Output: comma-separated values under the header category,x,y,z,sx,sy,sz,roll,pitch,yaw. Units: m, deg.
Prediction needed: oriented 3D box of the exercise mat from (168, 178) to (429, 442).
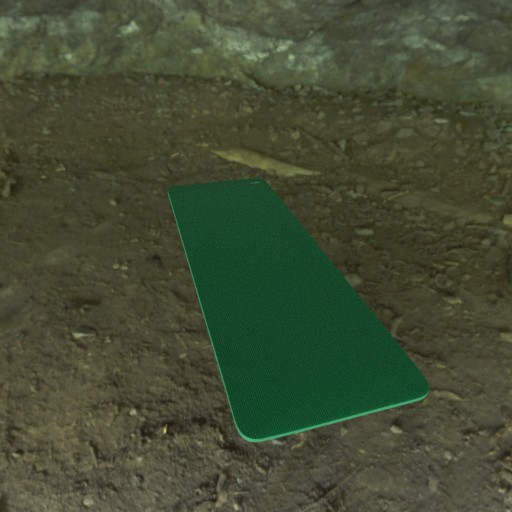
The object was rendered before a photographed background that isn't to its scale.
category,x,y,z,sx,sy,sz,roll,pitch,yaw
exercise mat,0.000,0.000,2.039,0.616,0.021,1.869,-8,32,-14
